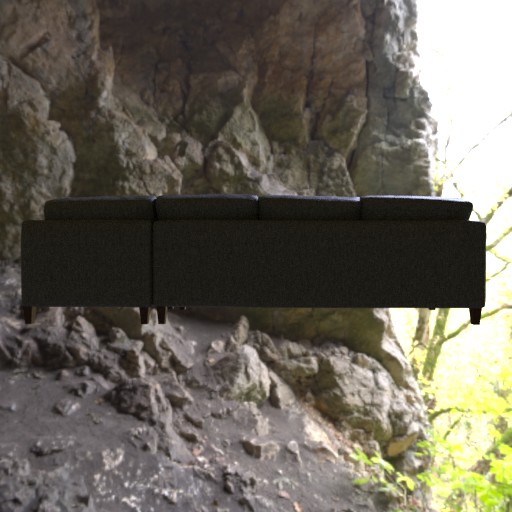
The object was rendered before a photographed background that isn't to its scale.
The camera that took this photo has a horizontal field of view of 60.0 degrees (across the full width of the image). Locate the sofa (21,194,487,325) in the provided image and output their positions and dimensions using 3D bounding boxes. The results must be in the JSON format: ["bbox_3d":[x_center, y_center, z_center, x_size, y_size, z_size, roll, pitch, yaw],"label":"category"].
[{"bbox_3d":[0.000,0.000,4.348,3.302,0.947,2.593,0,0,1],"label":"sofa"}]
